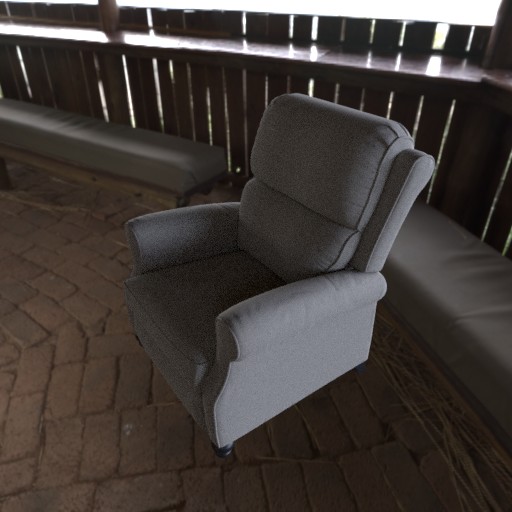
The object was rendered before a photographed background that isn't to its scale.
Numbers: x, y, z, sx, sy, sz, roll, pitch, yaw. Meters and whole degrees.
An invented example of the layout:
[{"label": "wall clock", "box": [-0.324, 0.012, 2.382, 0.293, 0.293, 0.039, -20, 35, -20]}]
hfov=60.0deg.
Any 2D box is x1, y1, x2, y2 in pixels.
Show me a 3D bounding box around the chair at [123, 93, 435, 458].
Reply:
[{"label": "chair", "box": [0.000, 0.000, 1.738, 0.919, 1.046, 0.859, -21, 38, -29]}]
